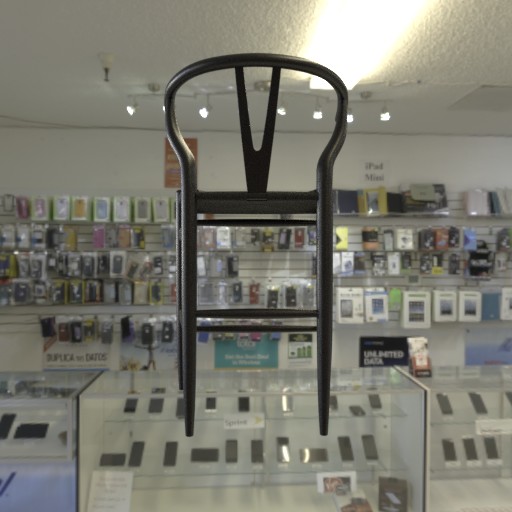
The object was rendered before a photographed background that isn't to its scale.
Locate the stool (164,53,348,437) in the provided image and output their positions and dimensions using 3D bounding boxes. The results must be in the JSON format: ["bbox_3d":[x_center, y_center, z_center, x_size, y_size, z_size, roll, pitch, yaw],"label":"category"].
[{"bbox_3d":[0.000,0.000,1.335,0.569,0.970,0.579,0,0,-1],"label":"stool"}]
